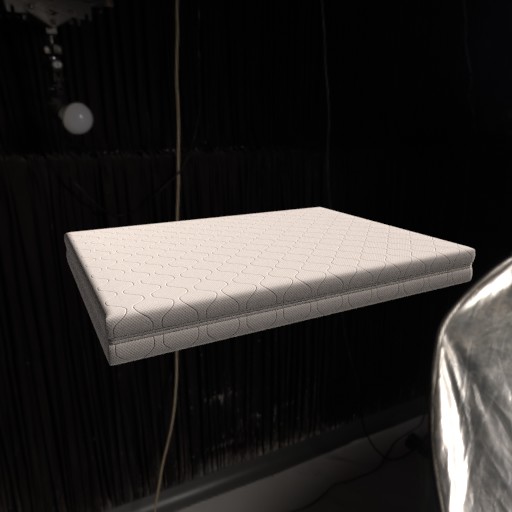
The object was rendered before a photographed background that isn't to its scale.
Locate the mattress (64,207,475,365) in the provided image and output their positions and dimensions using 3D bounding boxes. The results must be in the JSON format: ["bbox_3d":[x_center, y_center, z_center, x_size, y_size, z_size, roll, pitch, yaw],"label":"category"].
[{"bbox_3d":[0.000,0.000,2.539,1.900,0.200,1.400,-9,19,-27],"label":"mattress"}]
